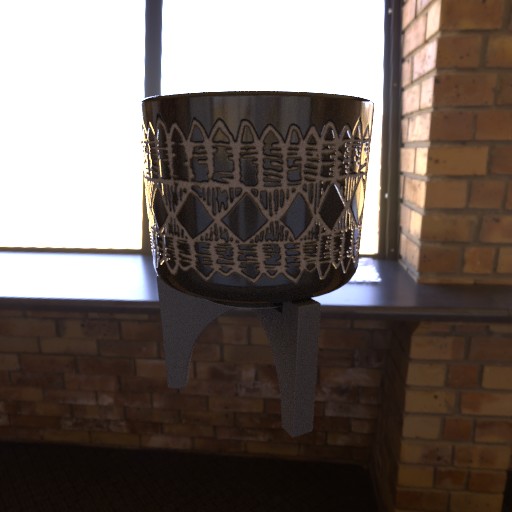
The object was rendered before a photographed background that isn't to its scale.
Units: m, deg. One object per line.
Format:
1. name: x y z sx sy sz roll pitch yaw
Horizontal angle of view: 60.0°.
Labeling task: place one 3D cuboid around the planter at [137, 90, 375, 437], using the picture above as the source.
1. planter: 0.000 0.000 0.406 0.196 0.264 0.196 -7 15 -26
